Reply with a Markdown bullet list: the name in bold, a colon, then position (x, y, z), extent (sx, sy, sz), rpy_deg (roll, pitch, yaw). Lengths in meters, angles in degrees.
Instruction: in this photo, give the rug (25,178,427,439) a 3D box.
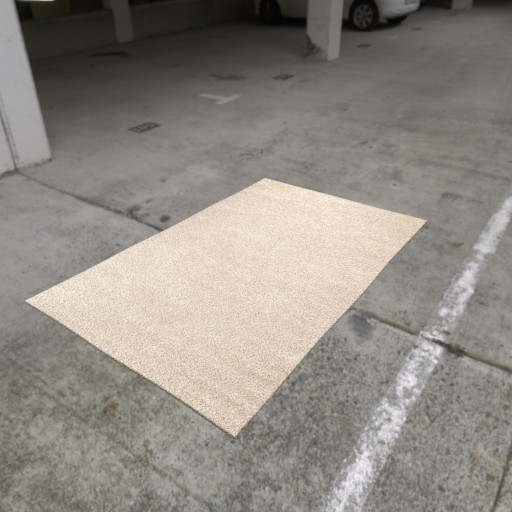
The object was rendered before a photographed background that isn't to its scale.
- **rug**: position (0.000, 0.000, 2.926), extent (1.500, 0.025, 2.346), rpy_deg (21, 37, 30)
